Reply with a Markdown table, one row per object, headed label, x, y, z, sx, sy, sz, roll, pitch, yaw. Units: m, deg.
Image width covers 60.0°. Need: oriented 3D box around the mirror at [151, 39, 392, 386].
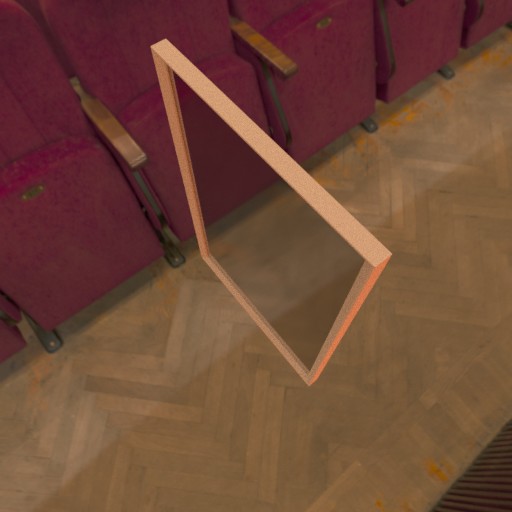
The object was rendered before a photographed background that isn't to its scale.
| label | x | y | z | sx | sy | sz | roll | pitch | yaw |
| --- | --- | --- | --- | --- | --- | --- | --- | --- | --- |
| mirror | 0.000 | 0.000 | 1.168 | 0.041 | 0.915 | 0.609 | -35 | 68 | -16 |
